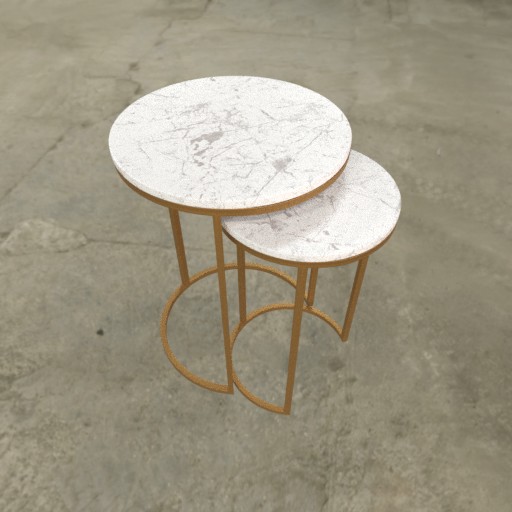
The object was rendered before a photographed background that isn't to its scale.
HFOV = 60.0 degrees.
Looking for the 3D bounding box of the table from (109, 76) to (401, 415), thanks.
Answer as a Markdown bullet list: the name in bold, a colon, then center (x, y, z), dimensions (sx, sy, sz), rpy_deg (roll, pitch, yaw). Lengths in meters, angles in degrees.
- **table**: center (0.000, 0.000, 0.915), dimensions (0.507, 0.550, 0.400), rpy_deg (30, 52, 26)
